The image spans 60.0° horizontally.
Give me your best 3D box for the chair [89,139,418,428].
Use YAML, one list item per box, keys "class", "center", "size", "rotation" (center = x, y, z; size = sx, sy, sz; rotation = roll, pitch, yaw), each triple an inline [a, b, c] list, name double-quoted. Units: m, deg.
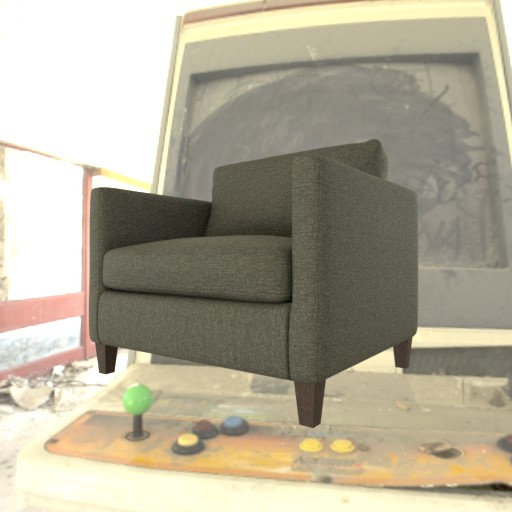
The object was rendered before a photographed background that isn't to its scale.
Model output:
- class: "chair"
  center: [0.000, 0.000, 1.876]
  size: [1.107, 0.963, 0.959]
  rotation: [0, 0, 36]
